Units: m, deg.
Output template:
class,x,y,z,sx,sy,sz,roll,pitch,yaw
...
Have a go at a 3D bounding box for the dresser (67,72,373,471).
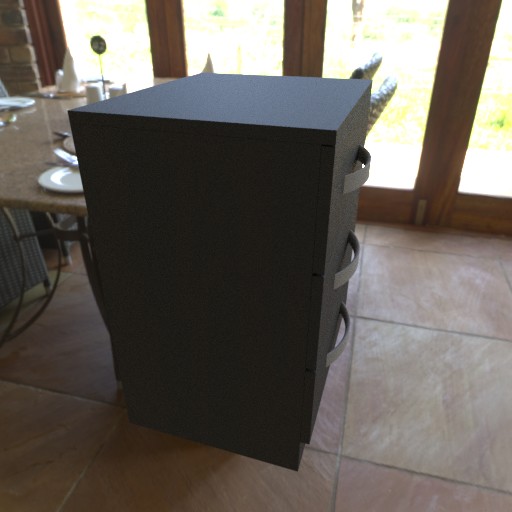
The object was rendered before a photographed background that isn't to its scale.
class,x,y,z,sx,sy,sz,roll,pitch,yaw
dresser,0.000,0.000,0.801,0.360,0.560,0.400,9,30,16
